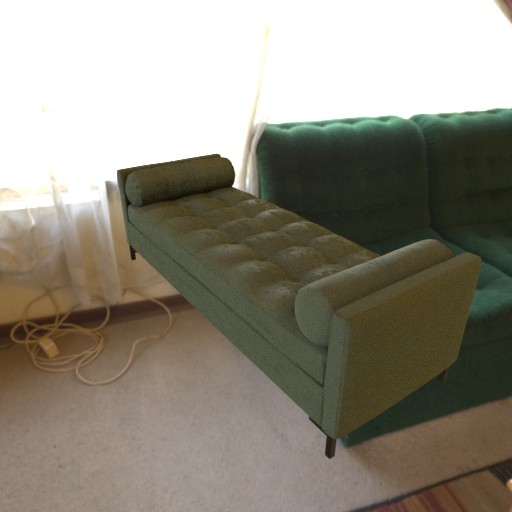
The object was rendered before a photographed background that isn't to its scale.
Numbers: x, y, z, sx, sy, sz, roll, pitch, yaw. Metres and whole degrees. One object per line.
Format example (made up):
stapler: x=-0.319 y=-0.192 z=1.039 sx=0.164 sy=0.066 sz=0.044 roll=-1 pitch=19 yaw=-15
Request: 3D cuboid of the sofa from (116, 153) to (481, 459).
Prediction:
sofa: x=0.000 y=0.000 z=2.488 sx=0.817 sy=0.681 sz=2.130 roll=-18 pitch=32 yaw=-31
